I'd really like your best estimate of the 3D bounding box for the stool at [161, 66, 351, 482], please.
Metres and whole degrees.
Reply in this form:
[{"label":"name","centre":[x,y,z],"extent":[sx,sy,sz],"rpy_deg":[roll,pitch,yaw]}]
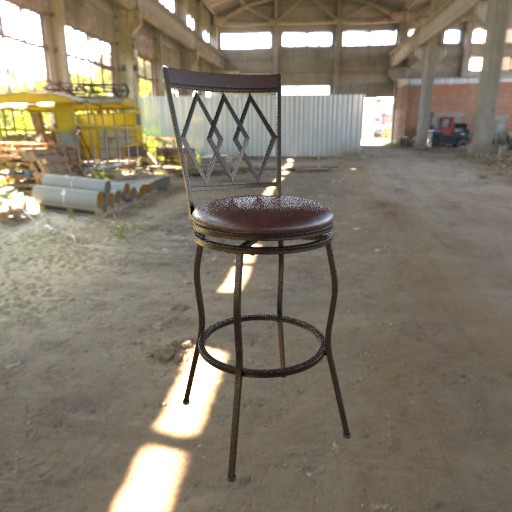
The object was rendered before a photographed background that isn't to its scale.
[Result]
[{"label":"stool","centre":[0.000,0.000,1.398],"extent":[0.432,1.134,0.521],"rpy_deg":[-8,18,-26]}]
